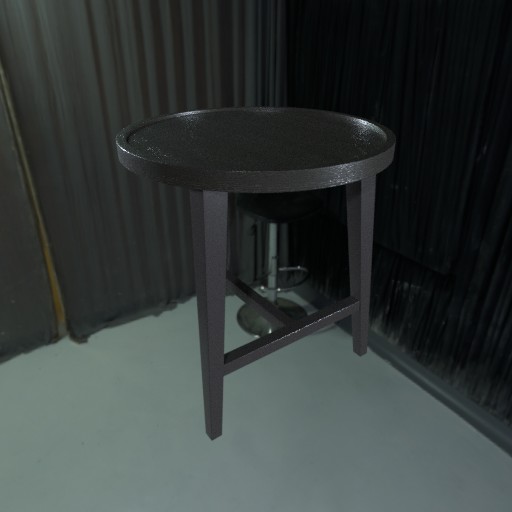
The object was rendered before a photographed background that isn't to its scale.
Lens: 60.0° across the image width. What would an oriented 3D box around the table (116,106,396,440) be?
[{"bbox_3d":[0.000,0.000,0.947,0.500,0.531,0.500,0,28,0],"label":"table"}]
